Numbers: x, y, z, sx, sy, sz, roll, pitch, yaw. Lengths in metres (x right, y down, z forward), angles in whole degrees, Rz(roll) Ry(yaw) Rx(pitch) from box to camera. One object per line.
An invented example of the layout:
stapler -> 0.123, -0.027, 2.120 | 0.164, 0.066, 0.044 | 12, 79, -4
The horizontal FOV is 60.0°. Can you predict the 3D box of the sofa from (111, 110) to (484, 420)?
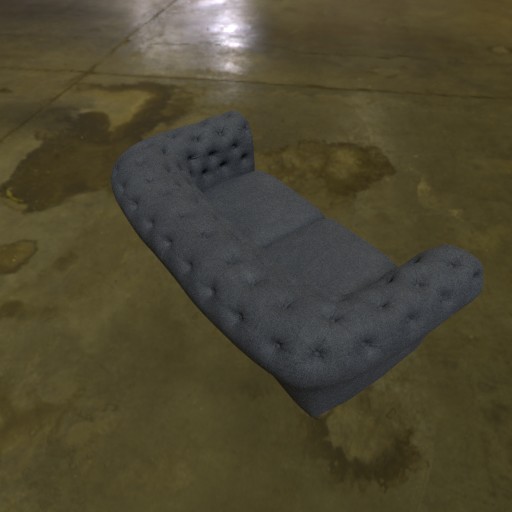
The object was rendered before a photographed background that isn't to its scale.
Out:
sofa -> 0.000, 0.000, 2.461 | 1.082, 0.833, 1.988 | -25, 47, -26
